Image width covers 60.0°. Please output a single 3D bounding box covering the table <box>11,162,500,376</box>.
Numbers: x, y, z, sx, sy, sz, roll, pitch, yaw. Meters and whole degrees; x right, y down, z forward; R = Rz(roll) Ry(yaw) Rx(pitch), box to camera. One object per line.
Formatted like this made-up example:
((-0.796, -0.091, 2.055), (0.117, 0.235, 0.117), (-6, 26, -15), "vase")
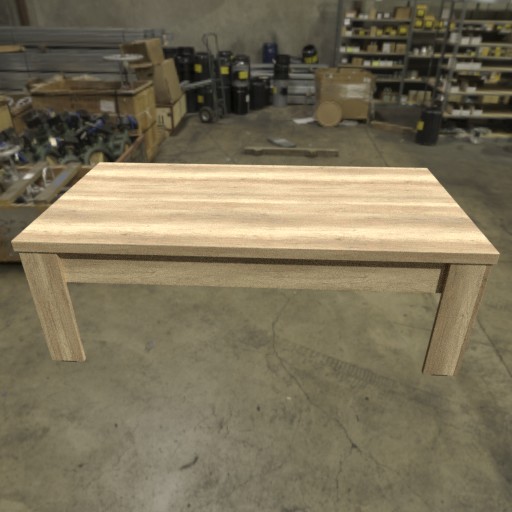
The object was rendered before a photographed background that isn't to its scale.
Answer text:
((0.000, 0.000, 1.639), (1.350, 0.460, 0.700), (2, 30, 3), "table")
